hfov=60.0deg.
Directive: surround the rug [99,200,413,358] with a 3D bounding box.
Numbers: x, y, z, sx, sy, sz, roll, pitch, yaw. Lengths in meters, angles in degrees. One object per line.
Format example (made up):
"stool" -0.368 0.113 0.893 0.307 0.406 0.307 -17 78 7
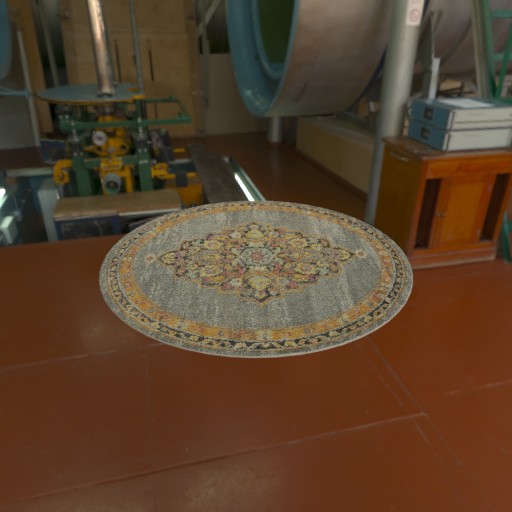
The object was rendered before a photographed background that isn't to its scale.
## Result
"rug" 0.000 0.000 2.363 1.598 0.010 1.598 0 28 0
